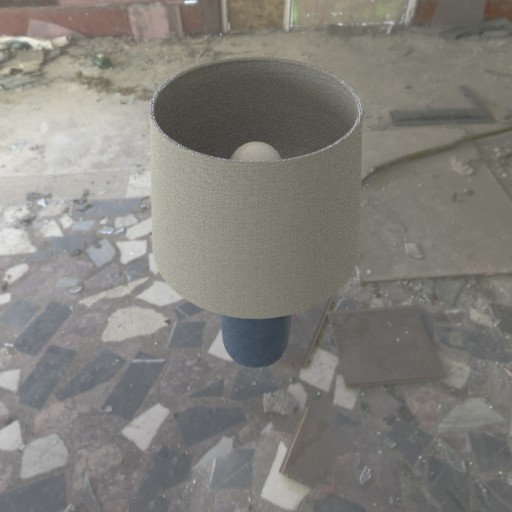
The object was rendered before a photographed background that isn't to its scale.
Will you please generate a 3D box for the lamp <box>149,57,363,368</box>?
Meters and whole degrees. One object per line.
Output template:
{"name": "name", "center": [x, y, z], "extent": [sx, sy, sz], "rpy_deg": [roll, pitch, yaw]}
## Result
{"name": "lamp", "center": [0.000, 0.000, 0.575], "extent": [0.253, 0.428, 0.253], "rpy_deg": [0, 47, 0]}
